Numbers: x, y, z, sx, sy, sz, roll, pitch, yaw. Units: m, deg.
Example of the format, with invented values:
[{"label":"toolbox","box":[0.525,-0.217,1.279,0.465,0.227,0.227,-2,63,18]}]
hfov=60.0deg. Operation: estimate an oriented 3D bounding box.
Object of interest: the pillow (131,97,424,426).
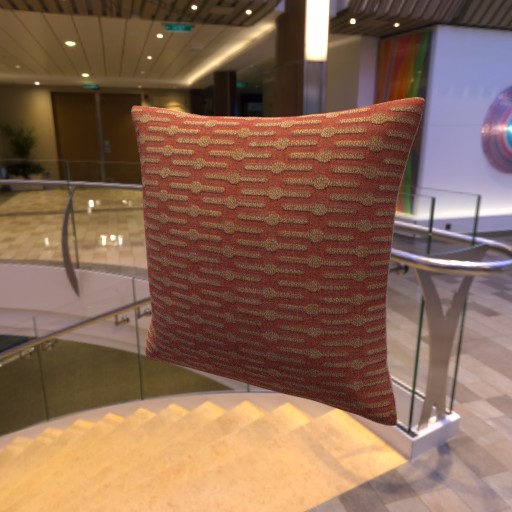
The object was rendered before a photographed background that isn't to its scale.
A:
[{"label":"pillow","box":[0.000,0.000,0.762,0.511,0.503,0.182,8,17,26]}]
